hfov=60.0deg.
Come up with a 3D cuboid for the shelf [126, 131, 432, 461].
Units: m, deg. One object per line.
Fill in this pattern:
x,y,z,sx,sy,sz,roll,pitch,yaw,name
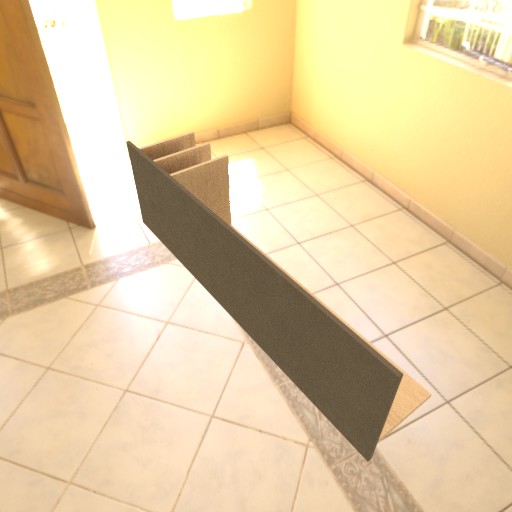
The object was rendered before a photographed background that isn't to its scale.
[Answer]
0.000,0.000,1.156,0.200,0.300,1.020,-26,48,-27,shelf
